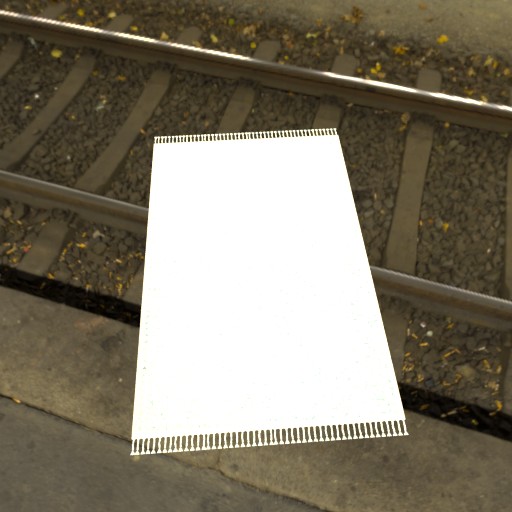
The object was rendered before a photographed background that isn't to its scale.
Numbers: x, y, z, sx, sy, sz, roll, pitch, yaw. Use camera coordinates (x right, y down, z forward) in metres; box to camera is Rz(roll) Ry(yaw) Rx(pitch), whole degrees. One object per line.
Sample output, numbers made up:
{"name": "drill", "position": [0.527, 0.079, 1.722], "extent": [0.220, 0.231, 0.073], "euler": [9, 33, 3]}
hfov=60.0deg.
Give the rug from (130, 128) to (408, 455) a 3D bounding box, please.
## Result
{"name": "rug", "position": [0.000, 0.000, 3.064], "extent": [1.524, 0.010, 2.438], "euler": [-3, 58, -2]}
